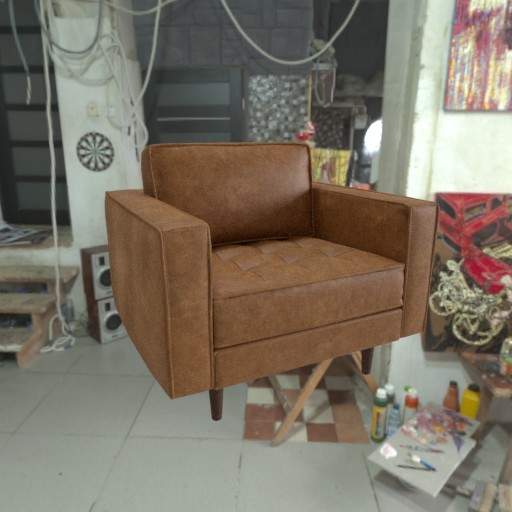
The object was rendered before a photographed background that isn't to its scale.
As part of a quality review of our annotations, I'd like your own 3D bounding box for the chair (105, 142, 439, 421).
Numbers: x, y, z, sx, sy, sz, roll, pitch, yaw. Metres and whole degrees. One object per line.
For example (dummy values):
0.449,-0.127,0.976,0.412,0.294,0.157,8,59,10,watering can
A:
0.000,0.000,1.555,0.928,0.767,0.798,-8,17,-26,chair
